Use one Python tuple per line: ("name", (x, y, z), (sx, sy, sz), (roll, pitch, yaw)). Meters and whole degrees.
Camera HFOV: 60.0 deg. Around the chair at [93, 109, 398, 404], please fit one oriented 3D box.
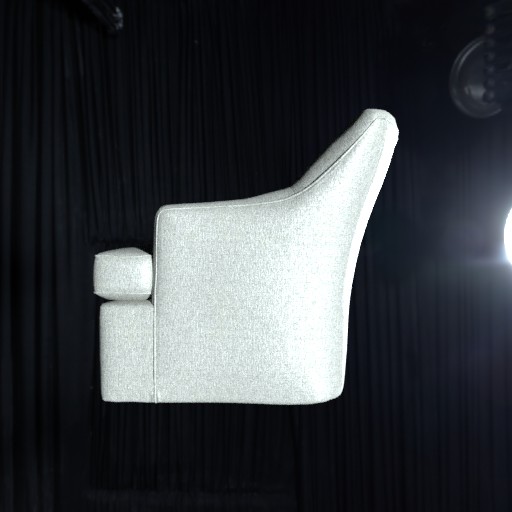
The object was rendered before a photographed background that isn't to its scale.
("chair", (0.000, 0.000, 1.589), (0.923, 0.856, 0.864), (0, 0, 0))
